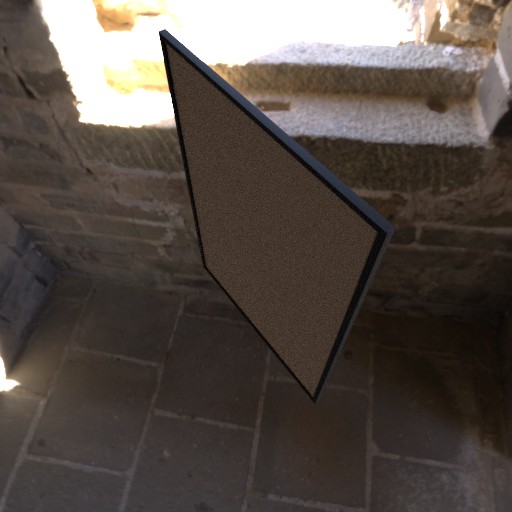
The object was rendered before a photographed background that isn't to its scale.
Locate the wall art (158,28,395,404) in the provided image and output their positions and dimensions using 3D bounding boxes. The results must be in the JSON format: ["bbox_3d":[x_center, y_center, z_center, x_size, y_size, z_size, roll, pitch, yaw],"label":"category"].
[{"bbox_3d":[0.000,0.000,0.830,0.013,0.660,0.460,-32,63,-19],"label":"wall art"}]
